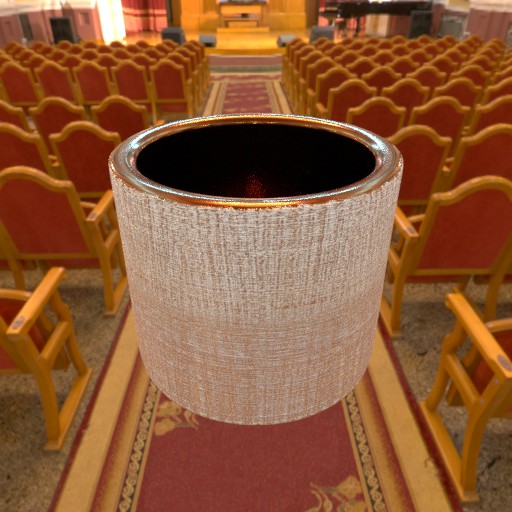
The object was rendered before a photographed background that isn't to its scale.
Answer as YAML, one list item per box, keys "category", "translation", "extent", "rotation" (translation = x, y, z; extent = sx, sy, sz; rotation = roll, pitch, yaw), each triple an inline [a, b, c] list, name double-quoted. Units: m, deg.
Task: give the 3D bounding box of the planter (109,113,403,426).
- category: "planter"
  translation: [0.000, 0.000, 0.311]
  extent: [0.177, 0.157, 0.177]
  rotation: [0, 31, 0]
